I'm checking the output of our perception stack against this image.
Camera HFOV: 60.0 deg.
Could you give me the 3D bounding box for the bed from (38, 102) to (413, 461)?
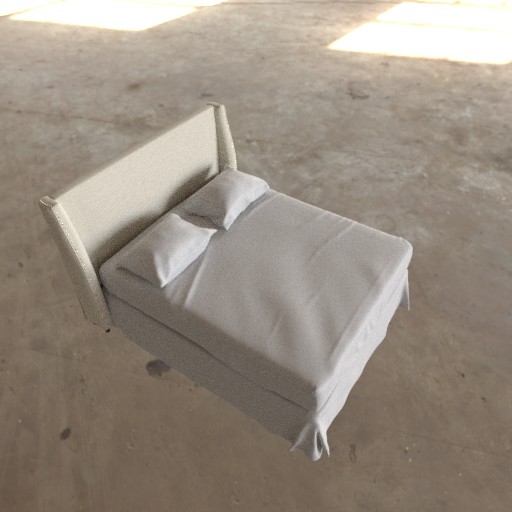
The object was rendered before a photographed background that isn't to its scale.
[{"bbox_3d":[0.000,0.000,3.511,2.276,1.332,1.925,25,48,24],"label":"bed"}]
